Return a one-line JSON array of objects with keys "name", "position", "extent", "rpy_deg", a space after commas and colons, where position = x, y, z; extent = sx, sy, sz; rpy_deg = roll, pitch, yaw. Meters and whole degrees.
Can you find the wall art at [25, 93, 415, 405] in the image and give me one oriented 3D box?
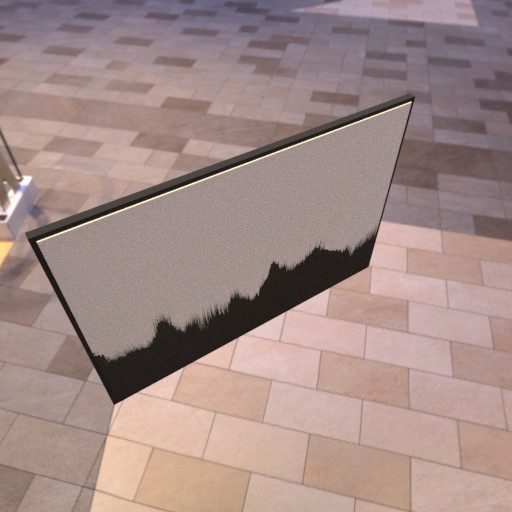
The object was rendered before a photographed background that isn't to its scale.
[{"name": "wall art", "position": [0.000, 0.000, 1.477], "extent": [1.190, 0.805, 0.028], "rpy_deg": [-25, 51, -22]}]
